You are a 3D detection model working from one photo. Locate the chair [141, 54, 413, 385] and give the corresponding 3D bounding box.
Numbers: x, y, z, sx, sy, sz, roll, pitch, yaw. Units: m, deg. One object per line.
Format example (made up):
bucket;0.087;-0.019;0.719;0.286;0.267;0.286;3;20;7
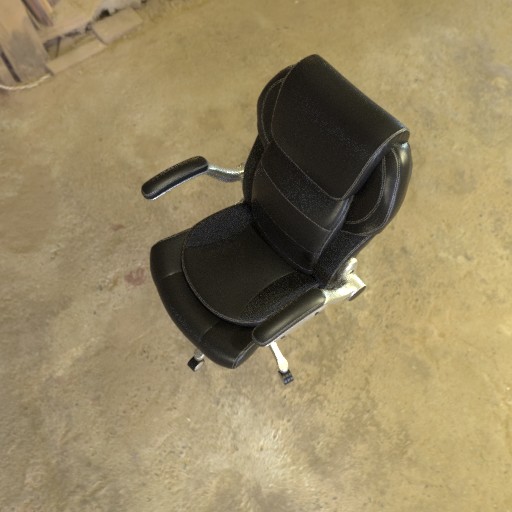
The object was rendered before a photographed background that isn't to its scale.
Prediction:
chair;0.000;0.000;1.621;0.801;1.141;0.724;-33;67;-16
